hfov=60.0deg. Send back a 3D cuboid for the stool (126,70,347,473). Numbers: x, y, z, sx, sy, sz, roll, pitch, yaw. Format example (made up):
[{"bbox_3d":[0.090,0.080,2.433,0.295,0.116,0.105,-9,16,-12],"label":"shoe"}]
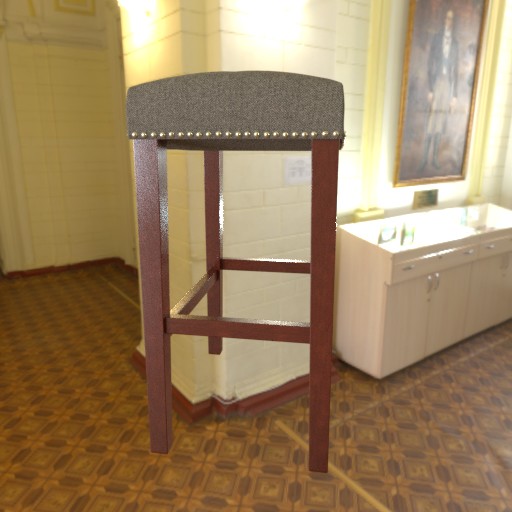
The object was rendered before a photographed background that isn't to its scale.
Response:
[{"bbox_3d":[0.000,0.000,1.028,0.372,0.742,0.504,2,15,9],"label":"stool"}]
